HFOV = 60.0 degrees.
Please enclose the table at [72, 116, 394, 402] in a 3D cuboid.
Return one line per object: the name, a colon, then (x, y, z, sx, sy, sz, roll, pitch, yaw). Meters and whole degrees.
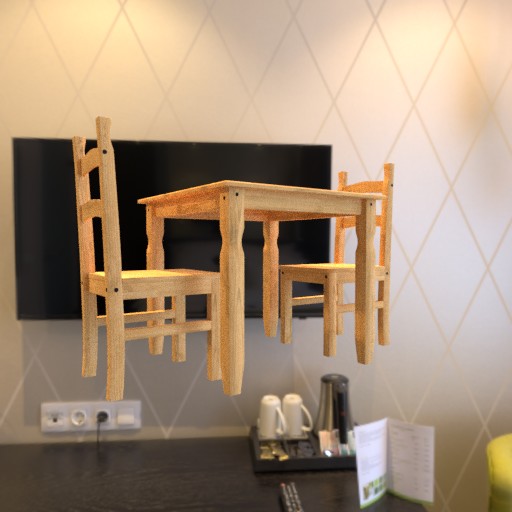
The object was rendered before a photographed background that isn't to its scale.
table: (0.000, 0.000, 2.029, 1.501, 0.942, 0.813, -1, 2, -35)
